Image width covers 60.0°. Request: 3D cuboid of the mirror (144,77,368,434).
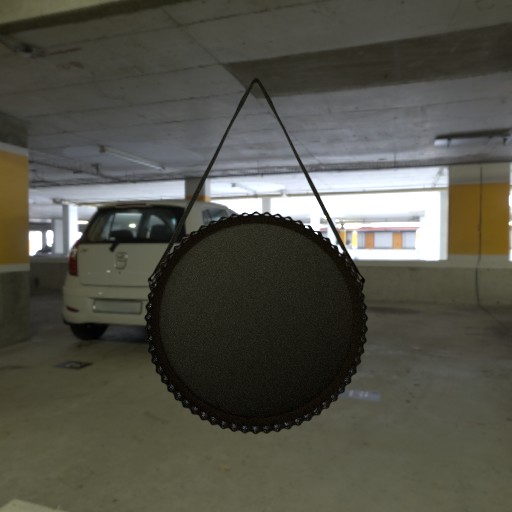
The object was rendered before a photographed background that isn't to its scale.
[{"bbox_3d":[0.000,0.000,0.720,0.355,0.568,0.042,0,1,1],"label":"mirror"}]
